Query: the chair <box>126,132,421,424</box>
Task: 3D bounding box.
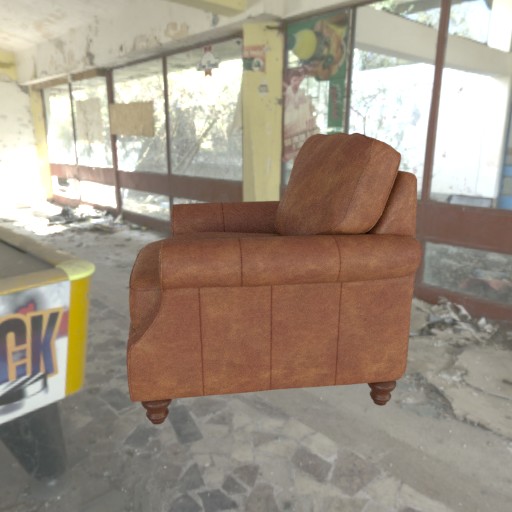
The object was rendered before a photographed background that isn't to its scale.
[{"bbox_3d":[0.000,0.000,1.793,0.986,0.962,0.983,-2,15,-8],"label":"chair"}]
